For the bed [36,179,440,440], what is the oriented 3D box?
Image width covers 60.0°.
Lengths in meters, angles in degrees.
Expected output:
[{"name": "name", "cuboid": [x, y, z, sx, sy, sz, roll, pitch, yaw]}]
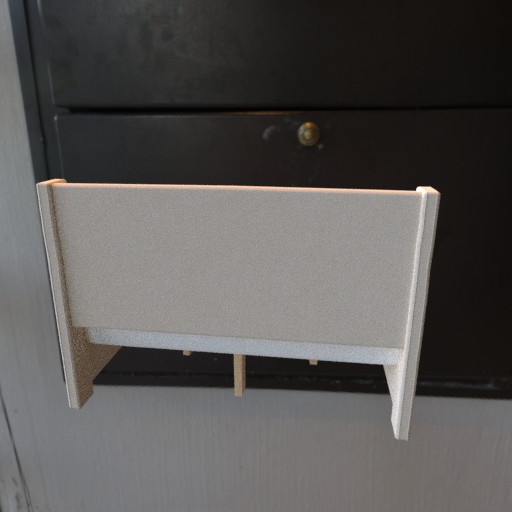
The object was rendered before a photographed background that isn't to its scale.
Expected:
[{"name": "bed", "cuboid": [0.000, 0.000, 3.601, 2.145, 1.471, 2.293, 2, 18, 8]}]
